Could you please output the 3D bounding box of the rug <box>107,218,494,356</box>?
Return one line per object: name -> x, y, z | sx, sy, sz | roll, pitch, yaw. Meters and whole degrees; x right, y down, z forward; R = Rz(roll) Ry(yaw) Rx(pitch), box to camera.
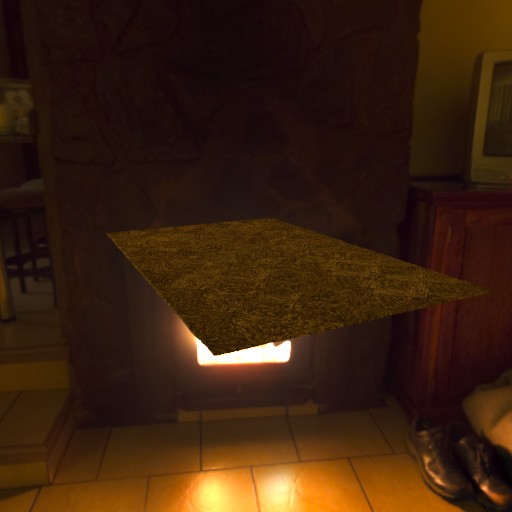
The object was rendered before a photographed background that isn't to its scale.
rug -> 0.000, 0.000, 2.264 | 1.189, 0.011, 1.808 | -8, 17, -26
